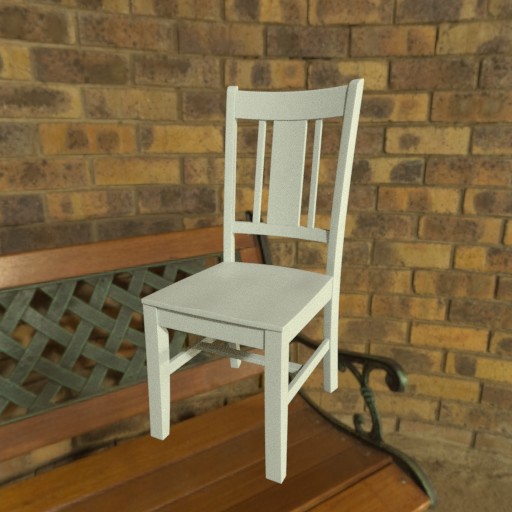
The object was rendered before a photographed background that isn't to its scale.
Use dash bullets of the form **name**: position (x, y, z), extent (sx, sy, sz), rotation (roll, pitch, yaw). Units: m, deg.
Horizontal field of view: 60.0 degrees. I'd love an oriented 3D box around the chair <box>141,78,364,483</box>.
- **chair**: position (0.000, 0.000, 1.293), extent (0.450, 0.998, 0.555), rotation (7, 17, 26)
